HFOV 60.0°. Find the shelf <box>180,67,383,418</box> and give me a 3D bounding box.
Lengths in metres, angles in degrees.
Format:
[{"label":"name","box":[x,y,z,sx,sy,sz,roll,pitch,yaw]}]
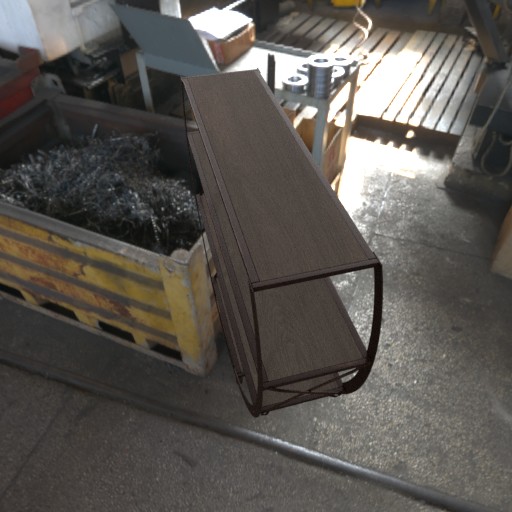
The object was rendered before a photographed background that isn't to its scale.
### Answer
[{"label":"shelf","box":[0.000,0.000,1.881,0.344,1.063,1.403,-11,47,-10]}]
